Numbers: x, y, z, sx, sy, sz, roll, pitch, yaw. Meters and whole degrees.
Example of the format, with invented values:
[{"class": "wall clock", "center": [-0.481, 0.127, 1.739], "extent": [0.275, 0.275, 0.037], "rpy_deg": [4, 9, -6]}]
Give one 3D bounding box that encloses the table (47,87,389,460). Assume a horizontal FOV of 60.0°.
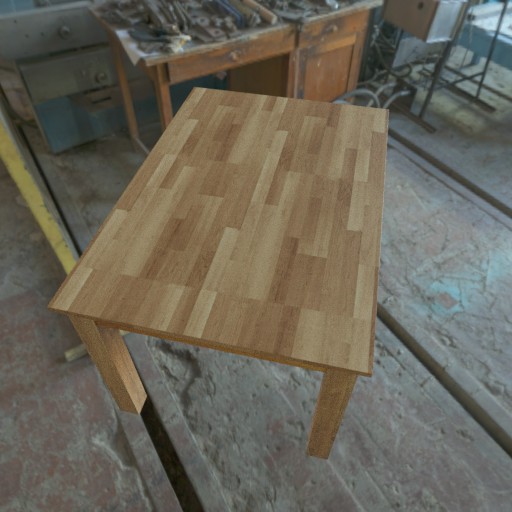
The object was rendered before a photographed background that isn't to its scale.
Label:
[{"class": "table", "center": [0.000, 0.000, 1.875], "extent": [0.900, 0.750, 1.300], "rpy_deg": [10, 49, 9]}]
